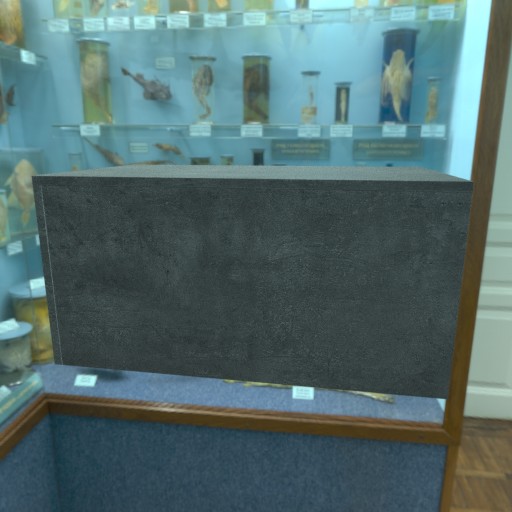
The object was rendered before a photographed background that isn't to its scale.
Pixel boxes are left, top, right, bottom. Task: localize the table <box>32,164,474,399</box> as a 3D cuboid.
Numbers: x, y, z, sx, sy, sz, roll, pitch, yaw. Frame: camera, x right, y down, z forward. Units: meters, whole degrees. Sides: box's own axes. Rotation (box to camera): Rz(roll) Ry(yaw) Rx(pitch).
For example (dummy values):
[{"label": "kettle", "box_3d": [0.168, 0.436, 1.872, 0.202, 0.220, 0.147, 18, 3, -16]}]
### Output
[{"label": "table", "box_3d": [0.000, 0.000, 0.923, 0.700, 0.350, 0.400, 2, 15, 9]}]
